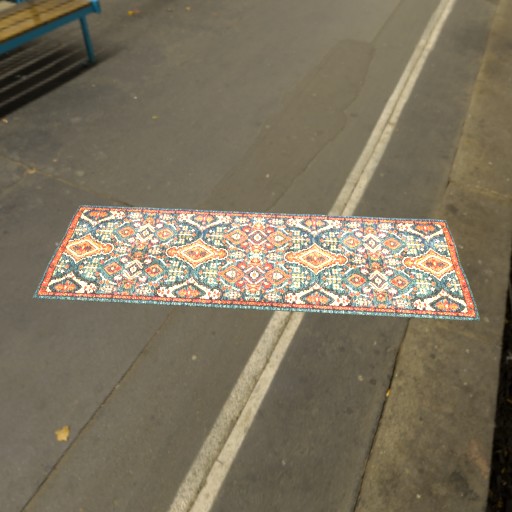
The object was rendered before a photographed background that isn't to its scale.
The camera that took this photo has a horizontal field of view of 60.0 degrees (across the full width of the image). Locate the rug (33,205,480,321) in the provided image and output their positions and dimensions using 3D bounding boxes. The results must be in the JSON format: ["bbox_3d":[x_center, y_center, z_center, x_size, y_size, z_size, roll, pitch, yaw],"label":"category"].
[{"bbox_3d":[0.000,0.000,2.688,2.459,0.010,0.801,3,47,2],"label":"rug"}]
